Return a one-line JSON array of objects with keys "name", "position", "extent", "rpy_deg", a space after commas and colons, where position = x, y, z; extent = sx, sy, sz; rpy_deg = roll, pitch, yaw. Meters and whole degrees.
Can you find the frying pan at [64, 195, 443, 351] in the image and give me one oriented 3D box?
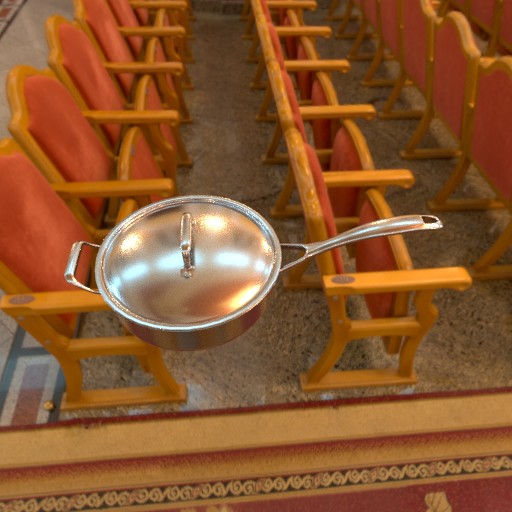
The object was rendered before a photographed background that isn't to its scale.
[{"name": "frying pan", "position": [0.000, 0.000, 0.605], "extent": [0.492, 0.111, 0.245], "rpy_deg": [-3, 47, -3]}]
